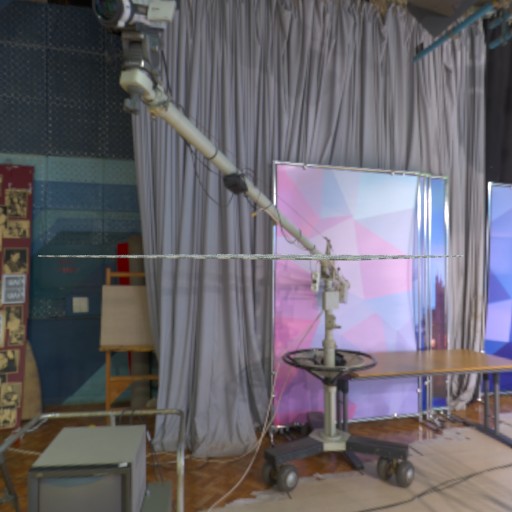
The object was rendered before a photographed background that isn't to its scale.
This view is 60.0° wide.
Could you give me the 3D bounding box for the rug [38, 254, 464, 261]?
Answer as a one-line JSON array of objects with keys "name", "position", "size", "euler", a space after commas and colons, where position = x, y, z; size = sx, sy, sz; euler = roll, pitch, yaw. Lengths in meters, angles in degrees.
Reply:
[{"name": "rug", "position": [0.000, 0.000, 4.019], "size": [3.021, 0.013, 2.432], "euler": [0, 1, 36]}]
